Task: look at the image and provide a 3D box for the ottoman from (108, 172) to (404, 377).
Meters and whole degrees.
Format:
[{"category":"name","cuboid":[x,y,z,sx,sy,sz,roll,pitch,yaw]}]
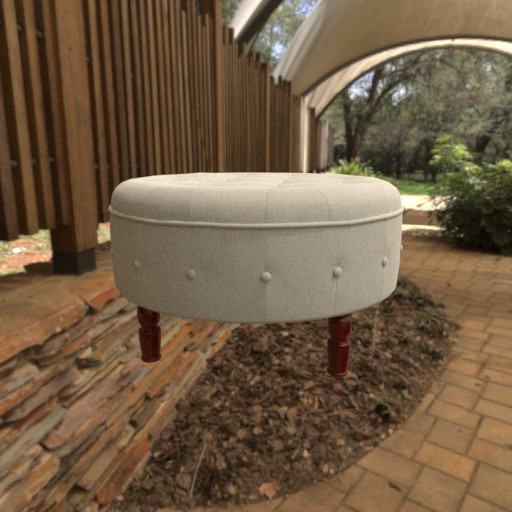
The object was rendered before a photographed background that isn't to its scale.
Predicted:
[{"category":"ottoman","cuboid":[0.000,0.000,1.375,0.850,0.483,0.850,0,13,0]}]
